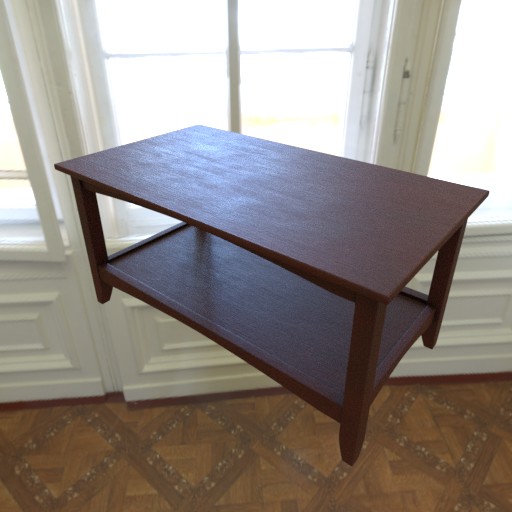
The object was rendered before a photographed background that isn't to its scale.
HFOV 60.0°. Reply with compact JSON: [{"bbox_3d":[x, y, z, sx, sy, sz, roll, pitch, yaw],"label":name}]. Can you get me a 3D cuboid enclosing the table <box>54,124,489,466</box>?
[{"bbox_3d":[0.000,0.000,1.204,0.943,0.456,0.533,23,37,33],"label":"table"}]
